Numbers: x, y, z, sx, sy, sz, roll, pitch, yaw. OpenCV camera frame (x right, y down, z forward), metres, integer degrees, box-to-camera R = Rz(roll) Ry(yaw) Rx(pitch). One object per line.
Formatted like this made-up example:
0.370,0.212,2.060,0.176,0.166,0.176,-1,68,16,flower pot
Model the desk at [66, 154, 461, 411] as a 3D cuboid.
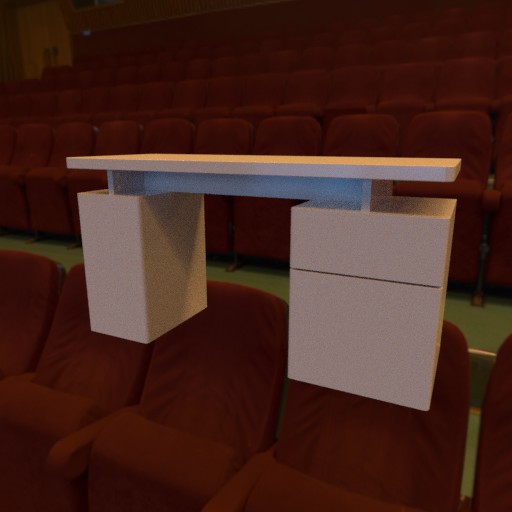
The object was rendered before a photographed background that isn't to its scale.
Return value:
0.000,0.000,1.766,1.400,0.762,0.550,7,16,25,desk
